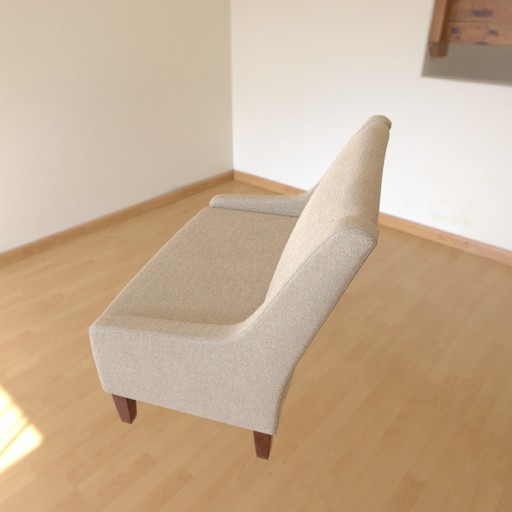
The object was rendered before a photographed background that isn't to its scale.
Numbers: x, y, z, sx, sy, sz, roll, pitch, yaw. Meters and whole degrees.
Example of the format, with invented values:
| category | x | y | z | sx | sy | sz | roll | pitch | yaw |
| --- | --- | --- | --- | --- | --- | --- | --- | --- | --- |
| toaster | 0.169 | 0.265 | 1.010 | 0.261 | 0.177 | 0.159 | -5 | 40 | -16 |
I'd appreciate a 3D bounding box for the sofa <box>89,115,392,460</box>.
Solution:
| category | x | y | z | sx | sy | sz | roll | pitch | yaw |
| --- | --- | --- | --- | --- | --- | --- | --- | --- | --- |
| sofa | 0.000 | 0.000 | 1.877 | 0.946 | 0.976 | 1.212 | 8 | 31 | 14 |
